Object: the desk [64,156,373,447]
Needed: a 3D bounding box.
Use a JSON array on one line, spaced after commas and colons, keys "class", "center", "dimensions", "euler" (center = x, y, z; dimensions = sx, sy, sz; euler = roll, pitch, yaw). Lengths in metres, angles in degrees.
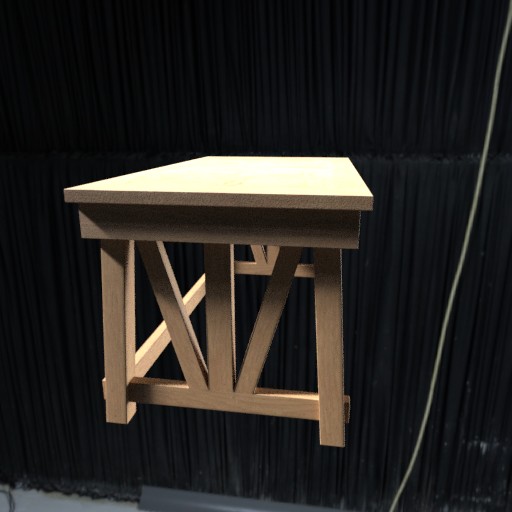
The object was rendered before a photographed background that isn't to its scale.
[{"class": "desk", "center": [0.000, 0.000, 1.950], "dimensions": [0.813, 0.762, 1.499], "euler": [3, 16, 9]}]
